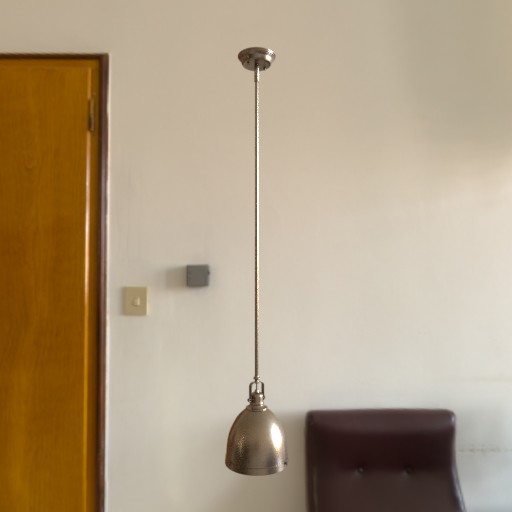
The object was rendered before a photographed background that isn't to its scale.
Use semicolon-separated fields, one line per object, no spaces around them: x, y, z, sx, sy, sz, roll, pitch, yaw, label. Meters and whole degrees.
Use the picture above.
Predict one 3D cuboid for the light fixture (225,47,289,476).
0.000;0.000;1.495;0.217;1.367;0.211;1;-2;-36;light fixture
